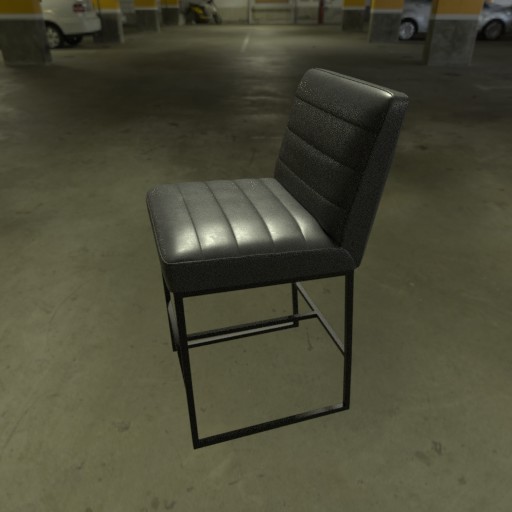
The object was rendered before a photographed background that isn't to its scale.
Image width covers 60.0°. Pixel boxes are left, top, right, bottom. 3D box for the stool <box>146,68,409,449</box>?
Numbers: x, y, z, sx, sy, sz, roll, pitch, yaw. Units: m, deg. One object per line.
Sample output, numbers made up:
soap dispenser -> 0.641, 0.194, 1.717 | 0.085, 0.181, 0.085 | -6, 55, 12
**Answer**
stool -> 0.000, 0.000, 1.262 | 0.552, 0.938, 0.457 | -9, 31, -15
